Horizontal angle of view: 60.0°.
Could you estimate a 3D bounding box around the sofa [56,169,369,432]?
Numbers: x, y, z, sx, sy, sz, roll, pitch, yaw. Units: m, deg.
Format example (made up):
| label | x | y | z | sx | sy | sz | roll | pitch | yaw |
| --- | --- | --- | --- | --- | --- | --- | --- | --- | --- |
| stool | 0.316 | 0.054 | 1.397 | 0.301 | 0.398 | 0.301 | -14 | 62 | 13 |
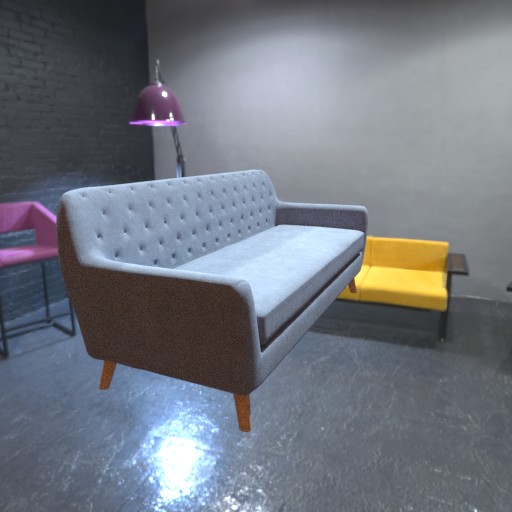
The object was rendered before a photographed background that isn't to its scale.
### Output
| label | x | y | z | sx | sy | sz | roll | pitch | yaw |
| --- | --- | --- | --- | --- | --- | --- | --- | --- | --- |
| sofa | 0.000 | 0.000 | 2.397 | 0.830 | 0.830 | 1.970 | 6 | 15 | 24 |
